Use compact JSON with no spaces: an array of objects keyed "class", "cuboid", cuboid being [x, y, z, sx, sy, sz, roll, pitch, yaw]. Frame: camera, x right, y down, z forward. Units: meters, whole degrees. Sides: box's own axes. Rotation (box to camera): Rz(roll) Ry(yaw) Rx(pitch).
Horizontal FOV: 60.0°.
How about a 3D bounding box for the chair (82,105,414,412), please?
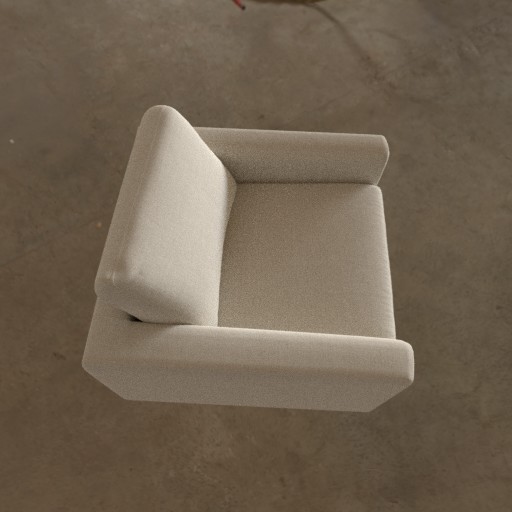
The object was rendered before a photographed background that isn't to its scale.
[{"class":"chair","cuboid":[0.000,0.000,1.827,1.100,0.876,1.070,2,61,1]}]
